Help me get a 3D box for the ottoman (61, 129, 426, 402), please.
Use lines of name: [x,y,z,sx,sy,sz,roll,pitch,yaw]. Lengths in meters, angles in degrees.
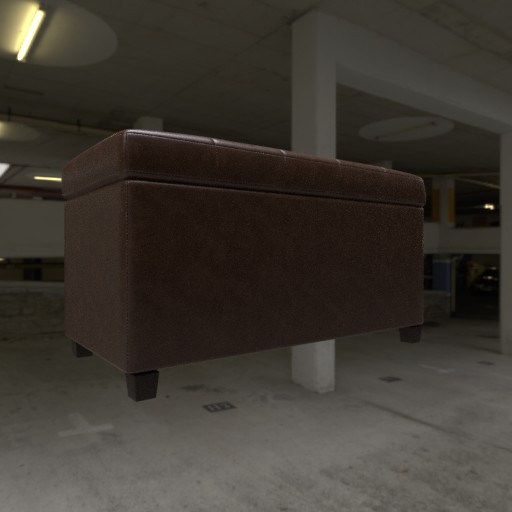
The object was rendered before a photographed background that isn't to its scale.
ottoman: [0.000,0.000,1.123,0.838,0.470,0.432,-1,1,-36]
